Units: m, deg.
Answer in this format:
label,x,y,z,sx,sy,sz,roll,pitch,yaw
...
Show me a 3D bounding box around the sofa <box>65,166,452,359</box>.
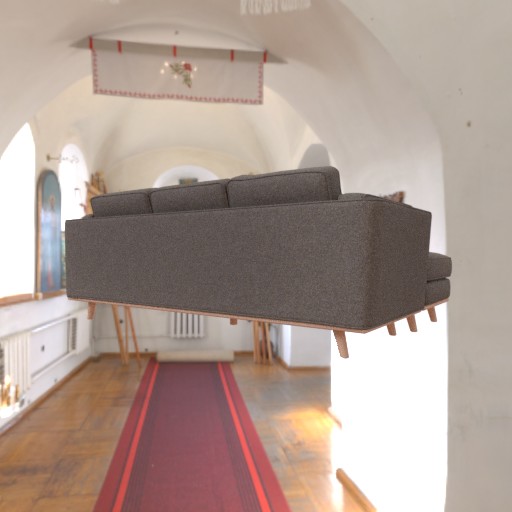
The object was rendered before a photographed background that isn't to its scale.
label,x,y,z,sx,sy,sz,roll,pitch,yaw
sofa,0.000,0.000,3.212,2.411,0.929,1.604,1,1,36
